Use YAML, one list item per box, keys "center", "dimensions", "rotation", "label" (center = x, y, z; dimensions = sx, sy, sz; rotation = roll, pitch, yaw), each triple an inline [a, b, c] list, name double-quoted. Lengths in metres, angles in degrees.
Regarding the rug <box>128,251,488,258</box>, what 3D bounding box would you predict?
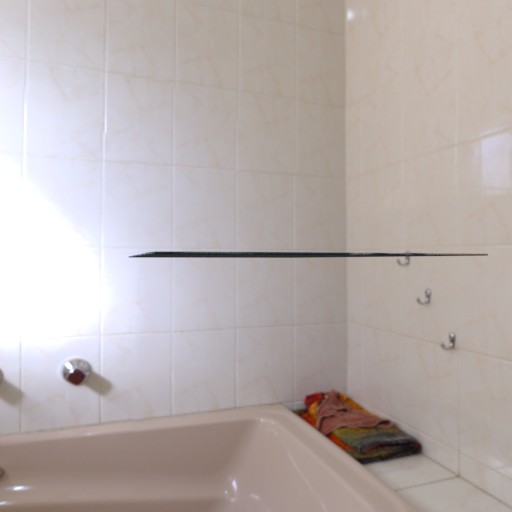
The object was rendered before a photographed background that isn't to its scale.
- center: [0.000, 0.000, 2.317]
  dimensions: [1.232, 0.009, 1.836]
  rotation: [0, -1, -18]
  label: "rug"
